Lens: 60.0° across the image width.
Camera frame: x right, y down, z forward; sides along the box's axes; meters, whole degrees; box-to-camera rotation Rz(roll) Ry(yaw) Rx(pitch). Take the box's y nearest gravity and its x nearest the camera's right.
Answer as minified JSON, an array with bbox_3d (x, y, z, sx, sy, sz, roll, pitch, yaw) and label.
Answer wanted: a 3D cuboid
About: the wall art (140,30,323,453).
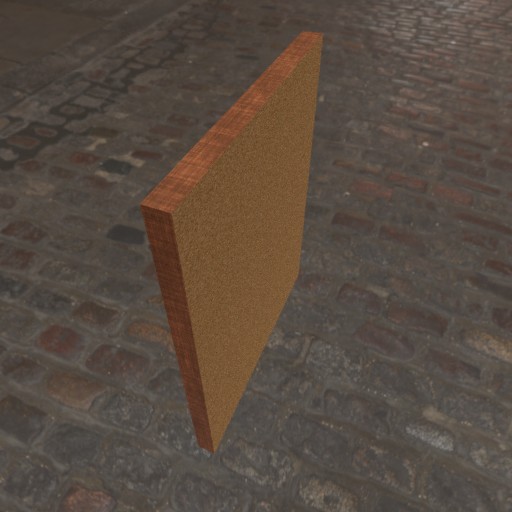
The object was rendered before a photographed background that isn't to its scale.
[{"bbox_3d":[0.000,0.000,0.751,0.033,0.567,0.467,17,48,16],"label":"wall art"}]
